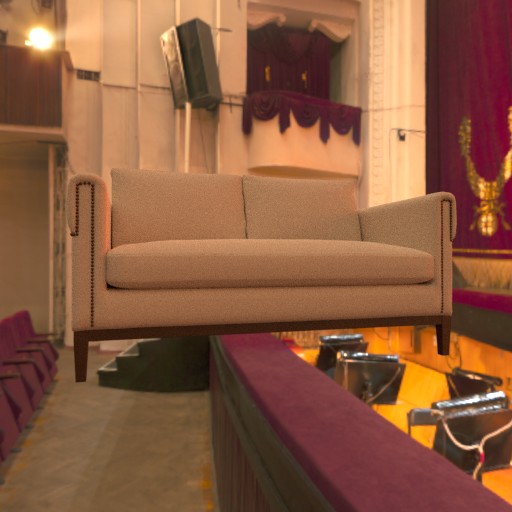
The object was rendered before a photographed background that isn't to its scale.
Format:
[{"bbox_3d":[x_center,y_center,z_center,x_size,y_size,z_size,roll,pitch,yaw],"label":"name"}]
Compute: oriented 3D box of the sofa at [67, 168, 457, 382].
[{"bbox_3d":[0.000,0.000,2.111,1.598,0.873,0.905,0,-1,-17],"label":"sofa"}]
